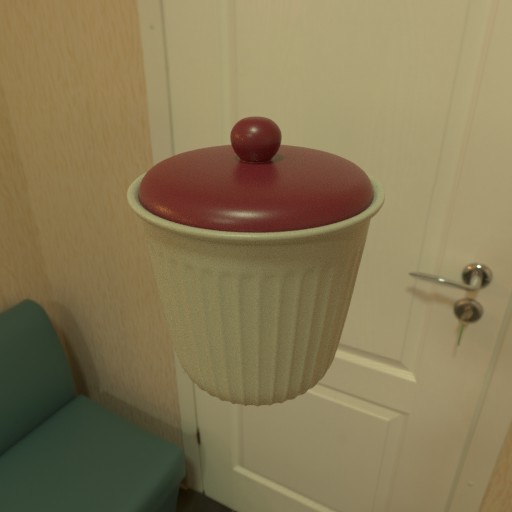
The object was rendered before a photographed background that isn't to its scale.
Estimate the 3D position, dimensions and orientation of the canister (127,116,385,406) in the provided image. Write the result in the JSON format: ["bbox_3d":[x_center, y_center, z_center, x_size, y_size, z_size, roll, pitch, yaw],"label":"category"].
[{"bbox_3d":[0.000,0.000,0.347,0.181,0.211,0.181,0,27,0],"label":"canister"}]
